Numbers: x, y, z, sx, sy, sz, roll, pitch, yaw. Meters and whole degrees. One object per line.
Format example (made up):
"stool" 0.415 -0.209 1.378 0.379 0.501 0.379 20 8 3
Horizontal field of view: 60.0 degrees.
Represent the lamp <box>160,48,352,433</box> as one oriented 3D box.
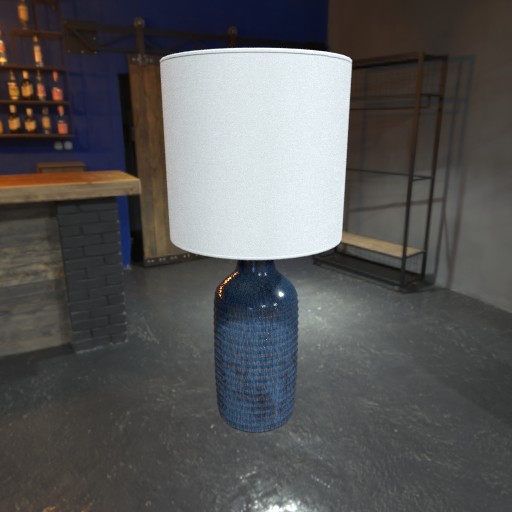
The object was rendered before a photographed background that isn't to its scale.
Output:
"lamp" 0.000 0.000 0.590 0.220 0.475 0.220 -8 19 -25
